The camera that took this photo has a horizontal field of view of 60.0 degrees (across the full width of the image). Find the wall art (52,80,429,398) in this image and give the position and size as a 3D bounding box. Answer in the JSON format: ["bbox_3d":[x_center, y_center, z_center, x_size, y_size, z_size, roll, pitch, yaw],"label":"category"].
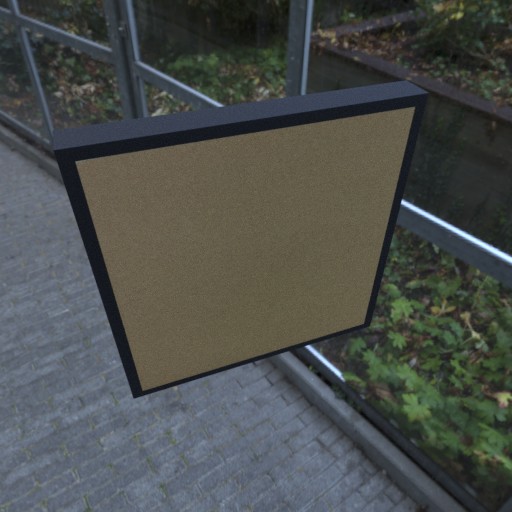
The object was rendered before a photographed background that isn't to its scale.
[{"bbox_3d":[0.000,0.000,0.451,0.305,0.304,0.033,-13,42,-15],"label":"wall art"}]
